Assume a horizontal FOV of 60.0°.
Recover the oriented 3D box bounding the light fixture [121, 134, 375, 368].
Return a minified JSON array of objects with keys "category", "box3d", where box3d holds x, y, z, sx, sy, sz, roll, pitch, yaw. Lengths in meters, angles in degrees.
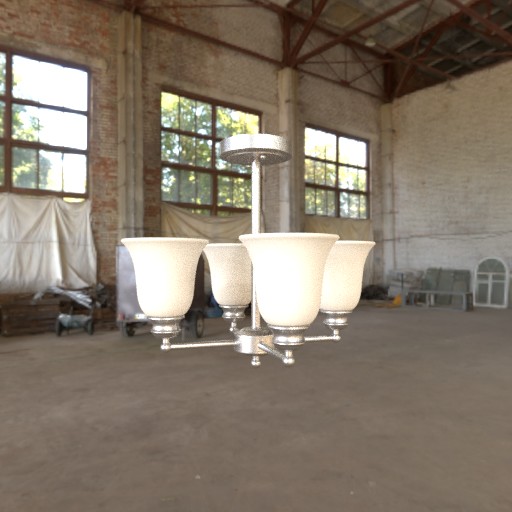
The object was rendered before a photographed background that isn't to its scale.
[{"category":"light fixture","box3d":[0.000,0.000,0.733,0.427,0.370,0.427,0,-1,-17]}]
